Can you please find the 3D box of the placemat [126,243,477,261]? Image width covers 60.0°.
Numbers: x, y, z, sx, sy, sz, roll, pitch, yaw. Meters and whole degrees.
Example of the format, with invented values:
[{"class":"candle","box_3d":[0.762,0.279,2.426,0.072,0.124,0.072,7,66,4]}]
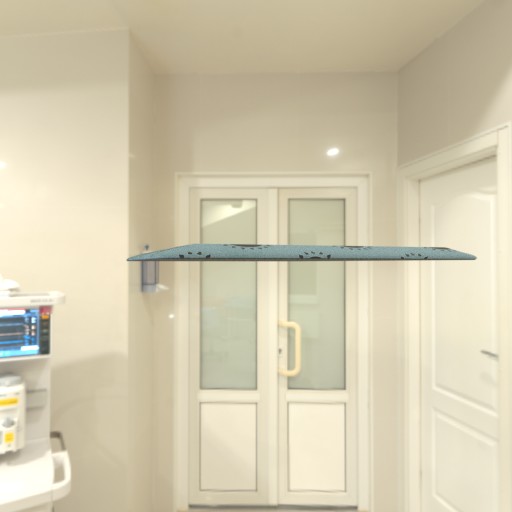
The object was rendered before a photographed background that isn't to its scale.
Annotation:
[{"class":"placemat","box_3d":[0.000,0.000,0.975,0.508,0.021,0.762,0,-1,-20]}]
